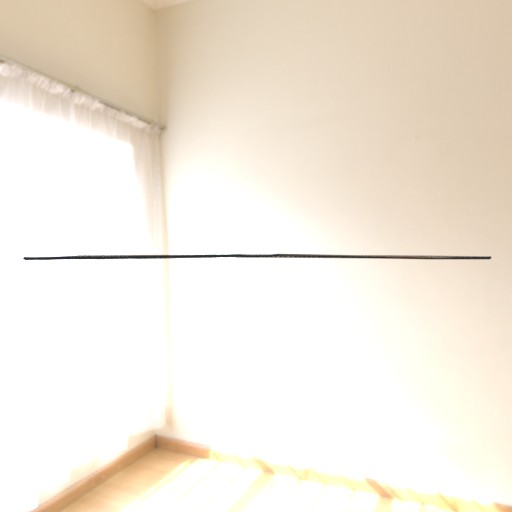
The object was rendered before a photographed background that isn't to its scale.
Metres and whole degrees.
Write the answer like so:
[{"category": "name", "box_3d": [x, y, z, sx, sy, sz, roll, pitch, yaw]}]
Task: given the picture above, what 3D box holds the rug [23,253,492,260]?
[{"category": "rug", "box_3d": [0.000, 0.000, 2.256, 1.793, 0.025, 1.159, 0, 0, -1]}]
